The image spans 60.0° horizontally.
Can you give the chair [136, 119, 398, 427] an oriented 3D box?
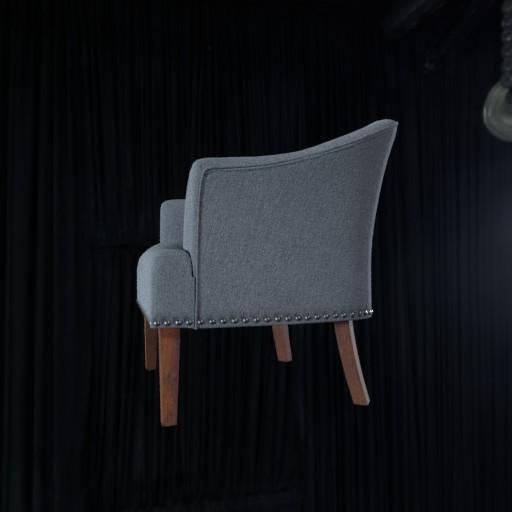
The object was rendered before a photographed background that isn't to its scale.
[{"bbox_3d":[0.000,0.000,1.405,0.704,0.815,0.798,0,-1,-17],"label":"chair"}]
